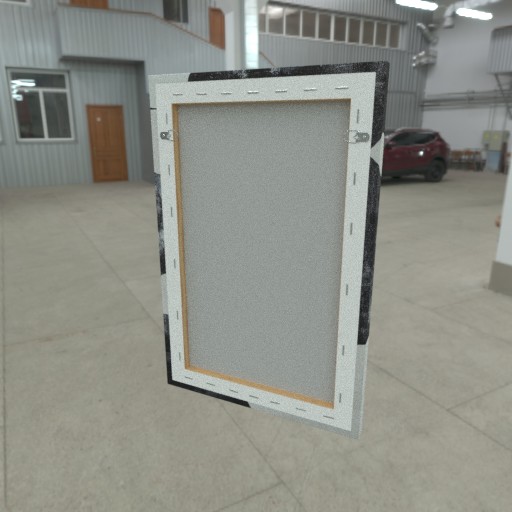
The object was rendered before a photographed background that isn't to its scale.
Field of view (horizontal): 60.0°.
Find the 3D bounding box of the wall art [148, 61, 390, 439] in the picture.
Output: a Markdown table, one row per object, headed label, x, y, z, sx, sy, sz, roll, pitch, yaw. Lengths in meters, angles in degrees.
| label | x | y | z | sx | sy | sz | roll | pitch | yaw |
| --- | --- | --- | --- | --- | --- | --- | --- | --- | --- |
| wall art | 0.000 | 0.000 | 1.173 | 0.610 | 0.915 | 0.041 | 8 | 18 | 25 |
